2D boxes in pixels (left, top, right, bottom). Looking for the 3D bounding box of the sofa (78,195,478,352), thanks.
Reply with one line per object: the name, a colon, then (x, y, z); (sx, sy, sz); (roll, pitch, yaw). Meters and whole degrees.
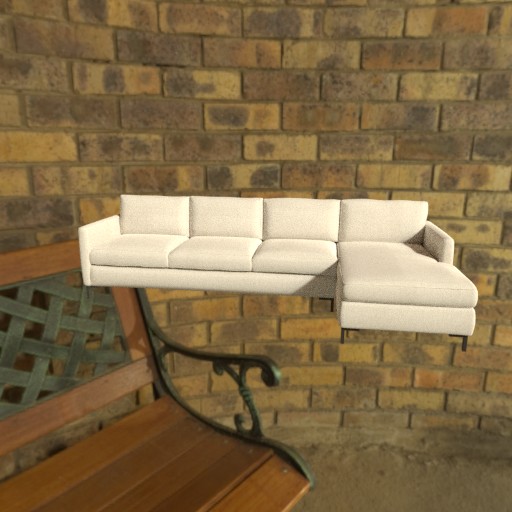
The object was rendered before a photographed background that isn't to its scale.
sofa: (0.000, 0.000, 2.922); (2.445, 0.677, 1.126); (2, 14, 9)
